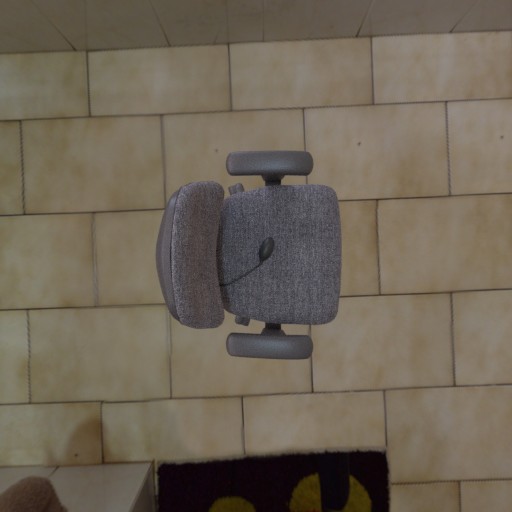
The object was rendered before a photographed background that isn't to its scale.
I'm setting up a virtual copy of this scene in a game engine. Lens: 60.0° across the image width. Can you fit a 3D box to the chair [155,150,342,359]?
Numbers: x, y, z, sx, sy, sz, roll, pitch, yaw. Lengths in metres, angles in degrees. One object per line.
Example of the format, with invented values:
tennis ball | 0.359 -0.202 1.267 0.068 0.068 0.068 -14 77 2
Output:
chair | 0.000 0.000 1.287 0.530 0.910 0.550 0 90 0
